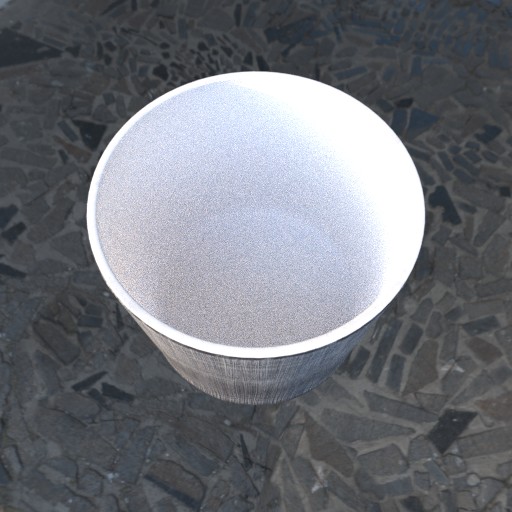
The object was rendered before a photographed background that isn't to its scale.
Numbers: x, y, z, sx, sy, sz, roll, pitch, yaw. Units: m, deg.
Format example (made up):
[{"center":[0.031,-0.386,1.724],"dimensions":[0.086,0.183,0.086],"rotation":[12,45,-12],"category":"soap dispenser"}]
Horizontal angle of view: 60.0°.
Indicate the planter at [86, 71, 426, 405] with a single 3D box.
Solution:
[{"center":[0.000,0.000,0.306],"dimensions":[0.178,0.157,0.178],"rotation":[0,64,0],"category":"planter"}]
